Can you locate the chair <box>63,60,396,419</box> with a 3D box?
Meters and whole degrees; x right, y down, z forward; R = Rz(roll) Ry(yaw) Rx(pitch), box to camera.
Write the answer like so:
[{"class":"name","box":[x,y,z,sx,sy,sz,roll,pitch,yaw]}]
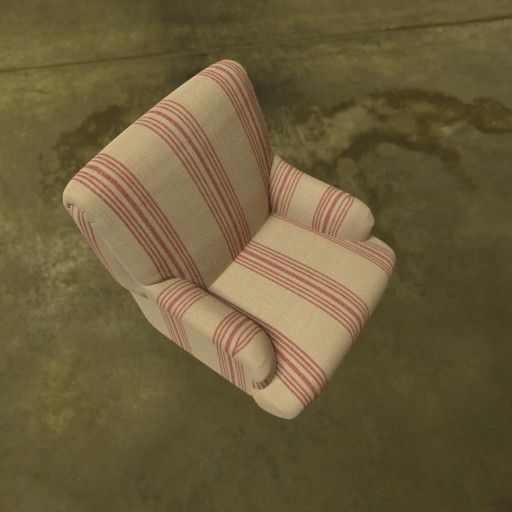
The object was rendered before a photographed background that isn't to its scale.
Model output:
[{"class":"chair","box":[0.000,0.000,1.899,1.058,1.123,0.933,31,63,18]}]
